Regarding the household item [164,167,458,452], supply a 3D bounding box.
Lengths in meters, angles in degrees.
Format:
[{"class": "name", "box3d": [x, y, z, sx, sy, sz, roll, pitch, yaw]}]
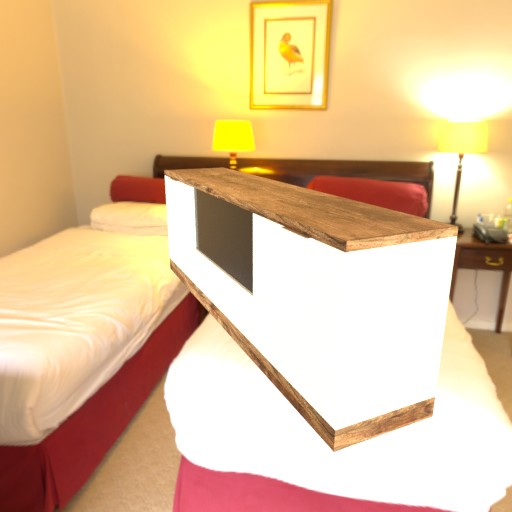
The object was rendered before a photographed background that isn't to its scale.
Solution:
[{"class": "household item", "box3d": [0.000, 0.000, 2.011, 0.390, 0.615, 1.800, -8, 19, -24]}]
